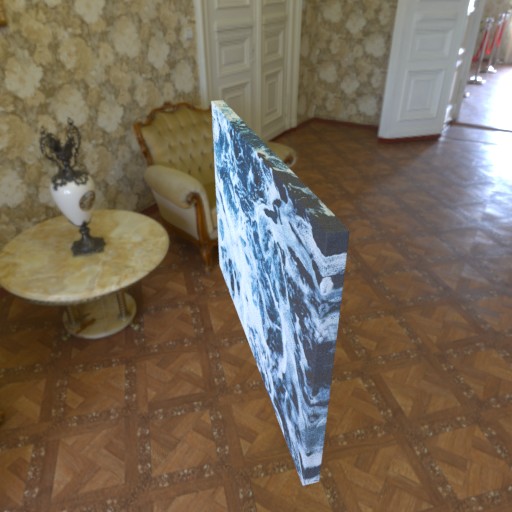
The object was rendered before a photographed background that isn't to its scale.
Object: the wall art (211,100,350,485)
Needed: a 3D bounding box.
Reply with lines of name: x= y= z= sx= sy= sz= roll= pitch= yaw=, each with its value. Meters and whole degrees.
wall art: x=0.000 y=0.000 z=1.169 sx=0.042 sy=0.610 sz=0.915 roll=-8 pitch=32 yaw=-13
